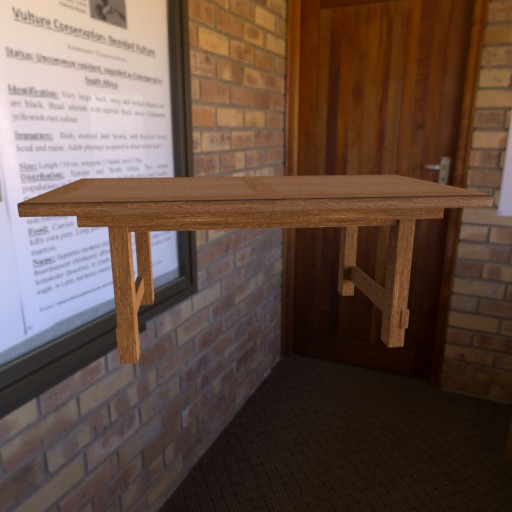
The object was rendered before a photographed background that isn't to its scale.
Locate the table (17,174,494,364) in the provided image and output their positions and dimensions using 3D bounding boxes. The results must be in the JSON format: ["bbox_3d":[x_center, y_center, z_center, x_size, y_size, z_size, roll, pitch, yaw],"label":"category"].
[{"bbox_3d":[0.000,0.000,2.401,1.982,0.762,1.000,-2,16,-7],"label":"table"}]
